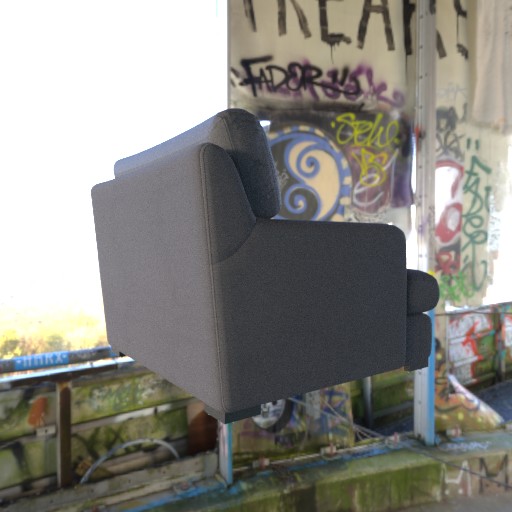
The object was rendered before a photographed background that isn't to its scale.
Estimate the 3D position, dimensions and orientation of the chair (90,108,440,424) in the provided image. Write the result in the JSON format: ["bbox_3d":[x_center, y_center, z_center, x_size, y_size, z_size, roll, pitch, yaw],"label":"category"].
[{"bbox_3d":[0.000,0.000,1.958,1.143,0.940,1.168,-1,2,-35],"label":"chair"}]
